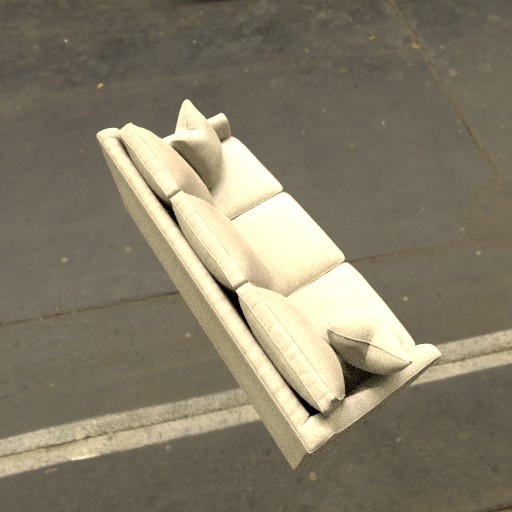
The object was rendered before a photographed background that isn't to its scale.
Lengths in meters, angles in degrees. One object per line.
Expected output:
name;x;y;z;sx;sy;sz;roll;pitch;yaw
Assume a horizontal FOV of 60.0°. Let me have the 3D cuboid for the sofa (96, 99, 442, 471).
sofa;0.000;0.000;2.502;0.865;0.914;2.031;-30;63;-17
